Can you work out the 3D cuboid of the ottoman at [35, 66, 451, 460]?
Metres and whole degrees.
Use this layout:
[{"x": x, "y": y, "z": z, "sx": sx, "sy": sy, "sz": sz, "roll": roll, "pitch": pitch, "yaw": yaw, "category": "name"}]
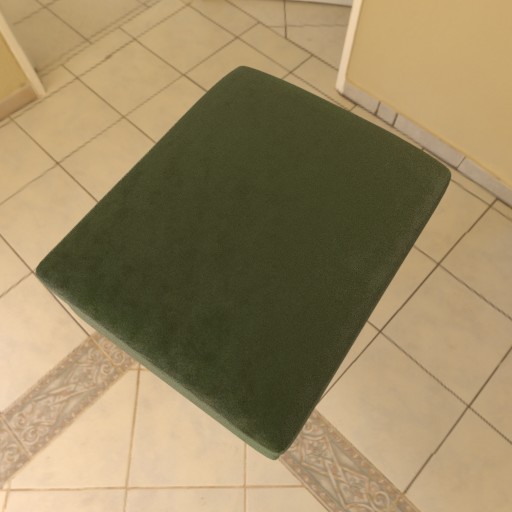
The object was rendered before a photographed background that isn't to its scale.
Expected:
[{"x": 0.000, "y": 0.000, "z": 1.268, "sx": 0.701, "sy": 0.538, "sz": 0.839, "roll": 32, "pitch": 68, "yaw": 14, "category": "ottoman"}]
